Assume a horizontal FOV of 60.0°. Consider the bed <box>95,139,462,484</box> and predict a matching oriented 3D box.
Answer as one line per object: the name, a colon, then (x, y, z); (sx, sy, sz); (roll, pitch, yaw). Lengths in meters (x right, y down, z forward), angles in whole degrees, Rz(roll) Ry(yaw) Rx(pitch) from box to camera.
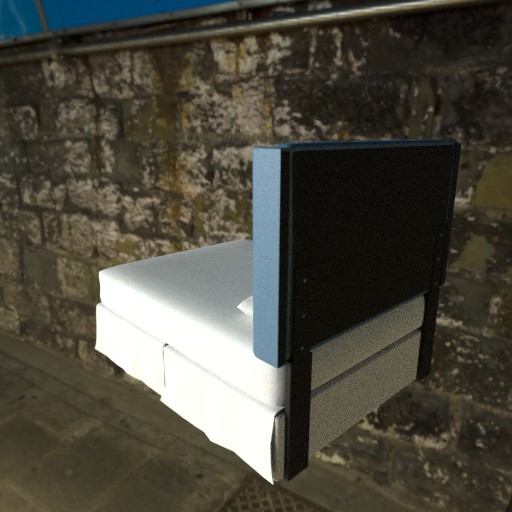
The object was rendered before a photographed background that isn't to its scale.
bed: (0.000, 0.000, 3.244); (1.719, 1.665, 2.078); (-14, 21, -41)
